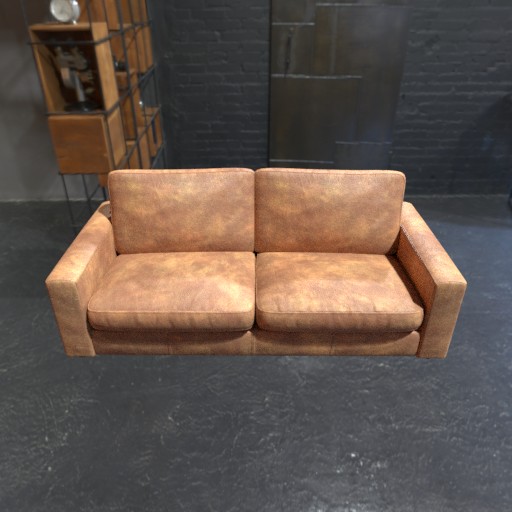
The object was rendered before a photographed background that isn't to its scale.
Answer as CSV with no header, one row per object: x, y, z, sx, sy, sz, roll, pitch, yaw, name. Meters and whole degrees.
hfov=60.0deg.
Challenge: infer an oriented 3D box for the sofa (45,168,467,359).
0.000,0.000,2.725,2.179,0.873,1.016,0,31,0,sofa
